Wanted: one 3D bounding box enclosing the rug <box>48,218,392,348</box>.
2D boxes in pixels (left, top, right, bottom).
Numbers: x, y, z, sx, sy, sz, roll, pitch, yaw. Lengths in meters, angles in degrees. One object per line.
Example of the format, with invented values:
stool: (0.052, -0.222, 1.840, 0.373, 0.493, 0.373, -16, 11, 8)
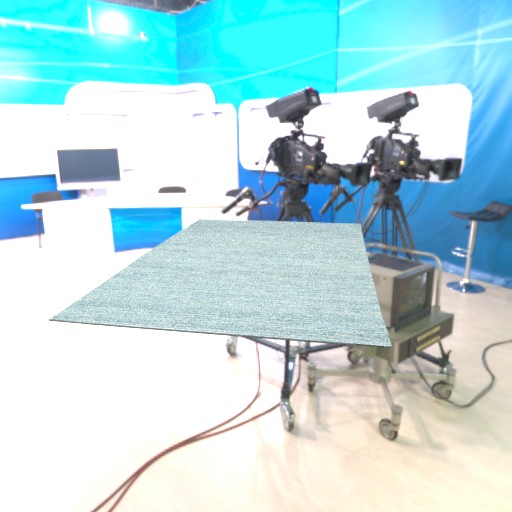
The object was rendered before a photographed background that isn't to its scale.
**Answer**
rug: (0.000, 0.000, 2.336, 1.174, 0.022, 1.853, 3, 16, 10)
